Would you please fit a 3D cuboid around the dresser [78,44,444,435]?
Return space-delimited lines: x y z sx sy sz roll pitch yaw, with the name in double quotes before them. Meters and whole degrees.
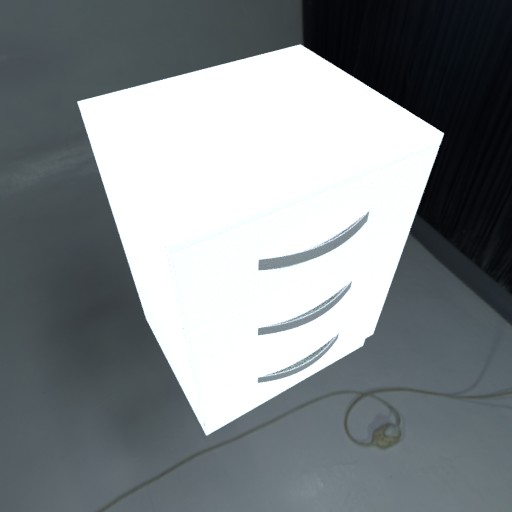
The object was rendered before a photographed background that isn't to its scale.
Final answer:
"dresser" 0.000 0.000 0.825 0.400 0.560 0.360 -24 52 -20
